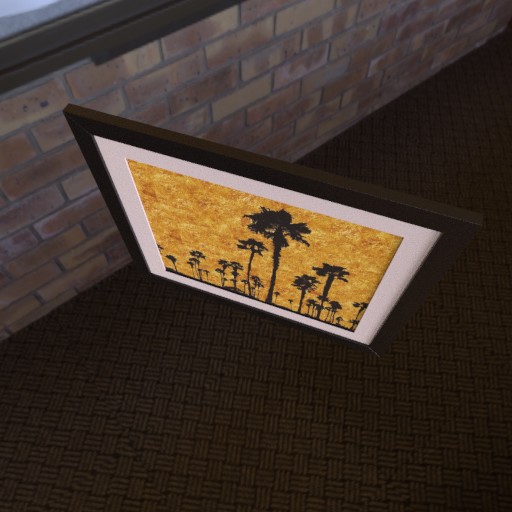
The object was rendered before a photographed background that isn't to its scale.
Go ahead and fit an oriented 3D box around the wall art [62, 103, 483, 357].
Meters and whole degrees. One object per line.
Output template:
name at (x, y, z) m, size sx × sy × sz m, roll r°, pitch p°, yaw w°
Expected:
wall art at (0.000, 0.000, 0.527) m, size 0.383 × 0.332 × 0.012 m, roll 17°, pitch 61°, yaw 10°
